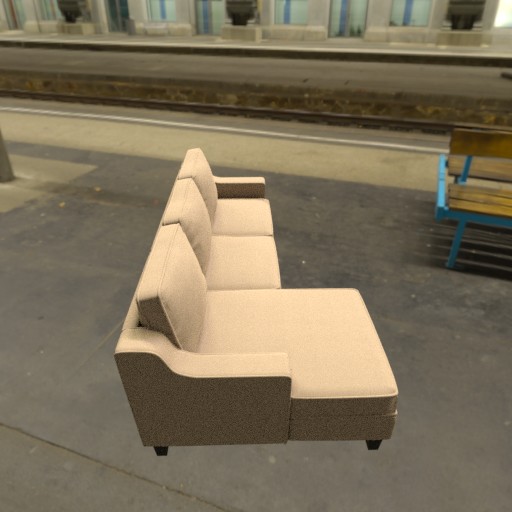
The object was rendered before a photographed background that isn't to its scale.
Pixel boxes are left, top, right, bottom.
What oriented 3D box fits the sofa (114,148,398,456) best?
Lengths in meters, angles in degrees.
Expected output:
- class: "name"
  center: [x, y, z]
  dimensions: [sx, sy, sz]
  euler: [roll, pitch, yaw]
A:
- class: "sofa"
  center: [0.000, 0.000, 3.115]
  dimensions: [1.294, 0.928, 2.561]
  euler: [-1, 30, -2]
